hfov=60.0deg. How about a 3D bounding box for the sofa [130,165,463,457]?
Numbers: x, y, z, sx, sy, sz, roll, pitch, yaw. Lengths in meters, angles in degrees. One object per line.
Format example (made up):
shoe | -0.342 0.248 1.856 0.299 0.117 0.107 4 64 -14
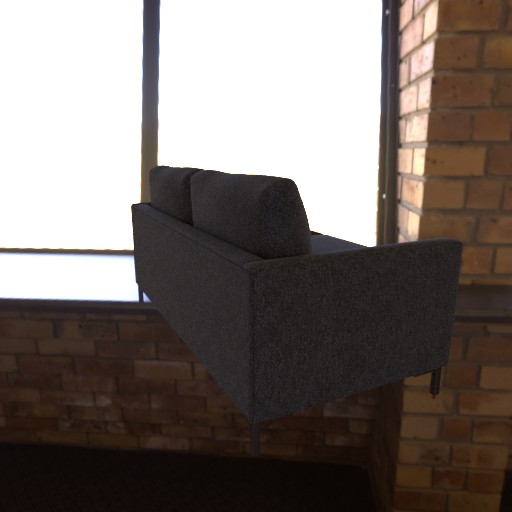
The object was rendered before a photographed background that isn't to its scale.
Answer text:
sofa | 0.000 0.000 2.184 0.866 0.862 1.716 -7 15 -26
